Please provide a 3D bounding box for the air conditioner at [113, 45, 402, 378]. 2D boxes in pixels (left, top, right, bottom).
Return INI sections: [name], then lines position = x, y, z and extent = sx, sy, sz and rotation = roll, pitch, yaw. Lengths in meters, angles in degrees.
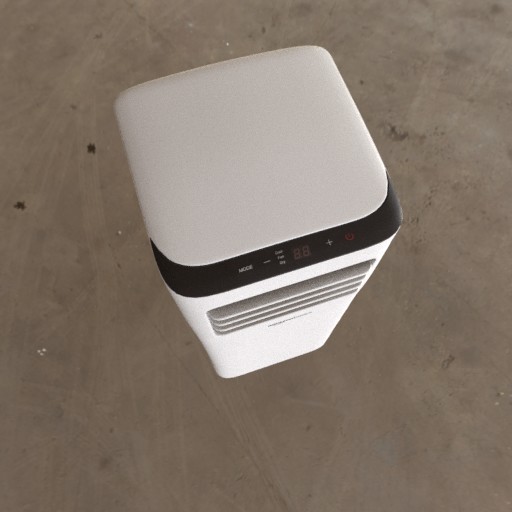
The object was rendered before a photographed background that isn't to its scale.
[air conditioner]
position = 0.000, 0.000, 0.939
extent = 0.352, 0.716, 0.369
rotation = -17, 66, -8
